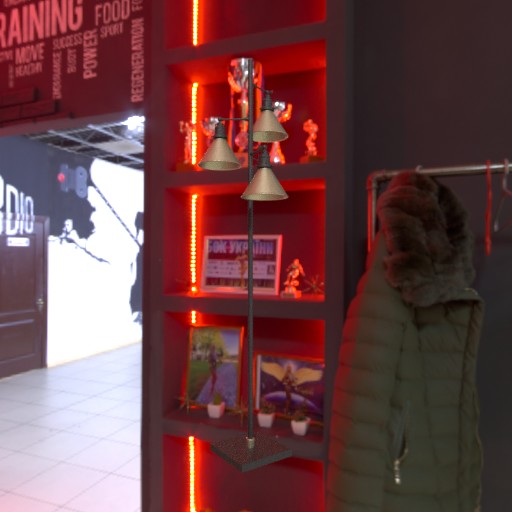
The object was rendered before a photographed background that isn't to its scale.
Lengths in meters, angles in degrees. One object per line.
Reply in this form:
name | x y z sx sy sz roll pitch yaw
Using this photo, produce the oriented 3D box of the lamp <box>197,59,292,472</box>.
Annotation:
lamp | 0.000 0.000 1.922 0.428 1.716 0.415 0 0 -36
